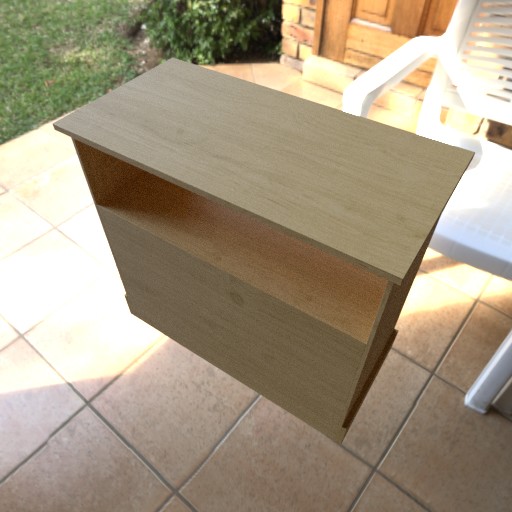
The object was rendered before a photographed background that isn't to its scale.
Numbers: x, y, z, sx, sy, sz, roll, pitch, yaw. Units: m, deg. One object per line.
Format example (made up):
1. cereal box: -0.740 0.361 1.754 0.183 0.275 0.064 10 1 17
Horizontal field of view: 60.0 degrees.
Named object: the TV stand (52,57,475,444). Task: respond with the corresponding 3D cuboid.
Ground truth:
1. TV stand: 0.000 0.000 1.280 0.851 0.787 0.430 26 52 22
